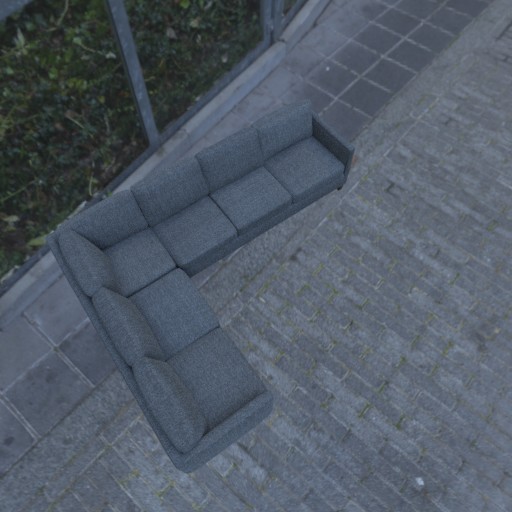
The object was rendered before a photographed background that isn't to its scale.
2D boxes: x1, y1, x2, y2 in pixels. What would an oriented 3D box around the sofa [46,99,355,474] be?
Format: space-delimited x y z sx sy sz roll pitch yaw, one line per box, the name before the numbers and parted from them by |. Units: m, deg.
sofa | 0.000 0.000 4.497 3.302 0.947 2.593 -32 65 -17
